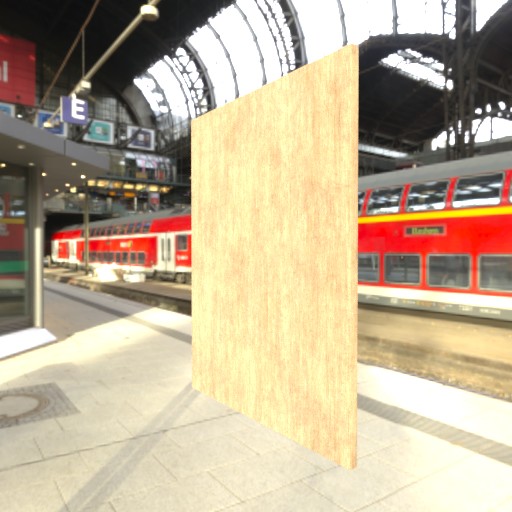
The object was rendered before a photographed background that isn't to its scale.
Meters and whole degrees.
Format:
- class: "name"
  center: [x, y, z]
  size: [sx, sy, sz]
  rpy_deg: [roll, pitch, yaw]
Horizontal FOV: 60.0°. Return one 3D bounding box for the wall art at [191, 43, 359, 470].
- class: "wall art"
  center: [0.000, 0.000, 0.931]
  size: [0.018, 0.686, 0.534]
  rpy_deg: [-1, 1, -37]
